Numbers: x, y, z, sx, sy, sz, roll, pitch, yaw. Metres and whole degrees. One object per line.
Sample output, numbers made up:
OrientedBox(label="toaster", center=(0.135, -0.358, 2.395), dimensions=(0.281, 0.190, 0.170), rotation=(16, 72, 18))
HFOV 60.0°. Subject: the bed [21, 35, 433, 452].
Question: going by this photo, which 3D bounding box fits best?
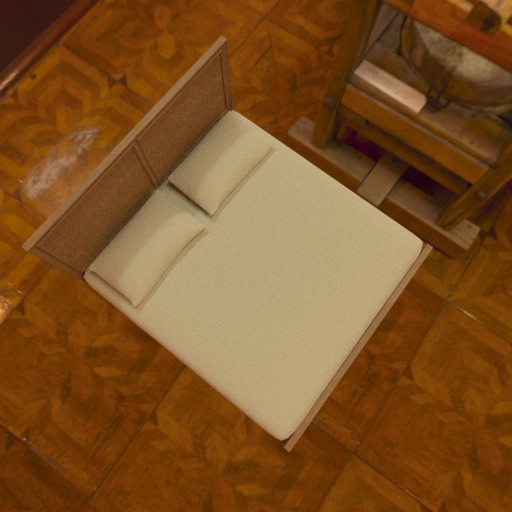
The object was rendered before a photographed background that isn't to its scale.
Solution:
OrientedBox(label="bed", center=(0.000, 0.000, 3.491), dimensions=(2.184, 1.387, 2.003), rotation=(37, 78, 9))
